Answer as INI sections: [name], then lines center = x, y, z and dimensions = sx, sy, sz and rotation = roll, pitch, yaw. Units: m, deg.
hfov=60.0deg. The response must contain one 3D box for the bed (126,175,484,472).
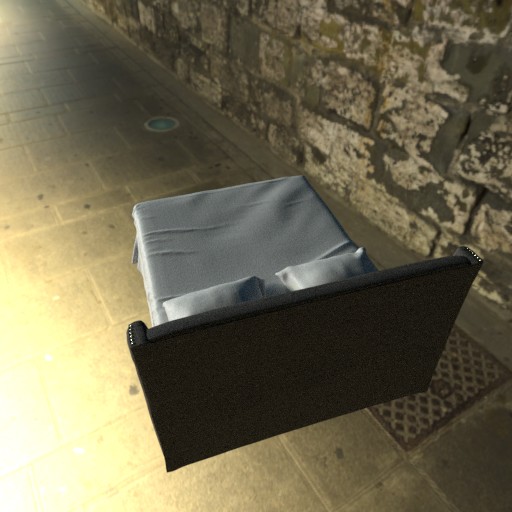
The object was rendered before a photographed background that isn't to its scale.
[bed]
center = 0.000, 0.000, 3.418
dimensions = 1.925, 1.332, 2.276
rotation = -12, 42, -13
